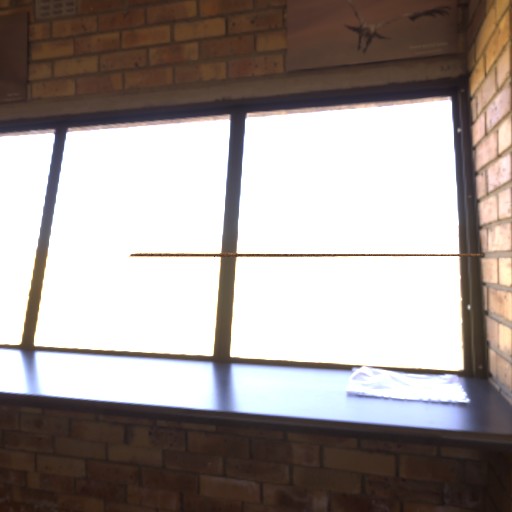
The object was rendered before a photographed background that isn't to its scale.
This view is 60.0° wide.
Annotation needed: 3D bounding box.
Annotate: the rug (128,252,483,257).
[{"bbox_3d":[0.000,0.000,2.796,1.566,0.013,2.141,0,0,-17],"label":"rug"}]
